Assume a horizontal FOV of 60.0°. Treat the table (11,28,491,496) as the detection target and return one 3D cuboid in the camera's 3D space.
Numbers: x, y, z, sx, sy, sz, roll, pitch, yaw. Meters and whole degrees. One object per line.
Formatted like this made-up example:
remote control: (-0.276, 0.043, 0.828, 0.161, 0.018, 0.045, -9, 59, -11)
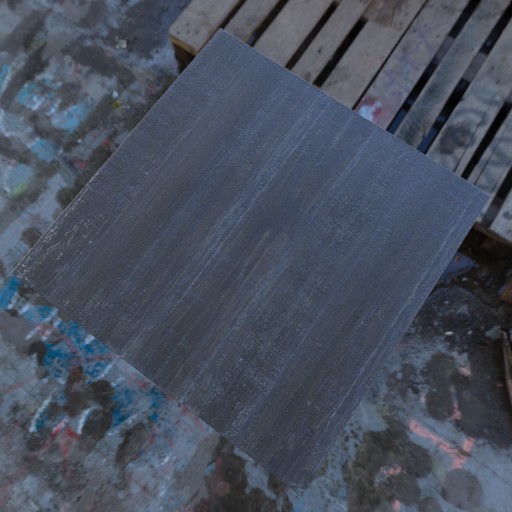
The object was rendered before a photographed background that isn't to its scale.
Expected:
table: (0.000, 0.000, 1.092, 0.696, 0.400, 0.696, 35, 79, 8)
